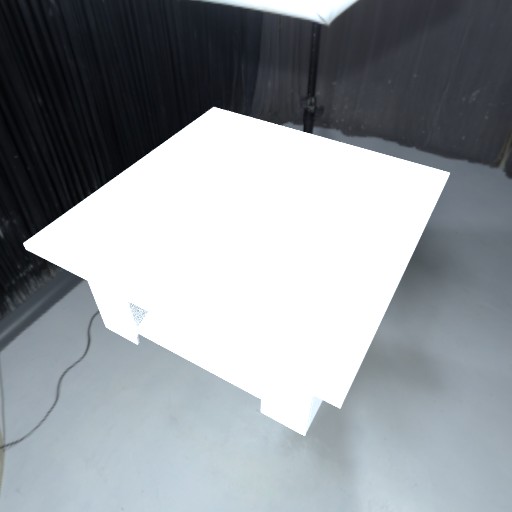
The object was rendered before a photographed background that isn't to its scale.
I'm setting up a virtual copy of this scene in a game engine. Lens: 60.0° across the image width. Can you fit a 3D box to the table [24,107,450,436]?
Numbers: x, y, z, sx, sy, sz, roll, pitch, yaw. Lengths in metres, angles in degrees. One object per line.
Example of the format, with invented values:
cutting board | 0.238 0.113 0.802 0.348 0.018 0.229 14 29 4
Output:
table | 0.000 0.000 1.068 0.670 0.305 0.670 22 49 21
